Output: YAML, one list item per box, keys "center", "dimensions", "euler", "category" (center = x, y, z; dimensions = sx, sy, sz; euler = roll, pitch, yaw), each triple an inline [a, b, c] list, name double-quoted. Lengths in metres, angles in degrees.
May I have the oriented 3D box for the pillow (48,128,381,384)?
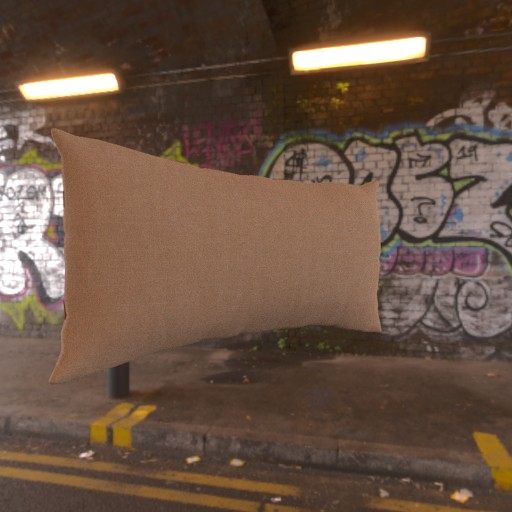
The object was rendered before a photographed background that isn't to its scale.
- center: [0.000, 0.000, 0.708]
  dimensions: [0.612, 0.308, 0.148]
  euler: [0, 0, -36]
  category: "pillow"
